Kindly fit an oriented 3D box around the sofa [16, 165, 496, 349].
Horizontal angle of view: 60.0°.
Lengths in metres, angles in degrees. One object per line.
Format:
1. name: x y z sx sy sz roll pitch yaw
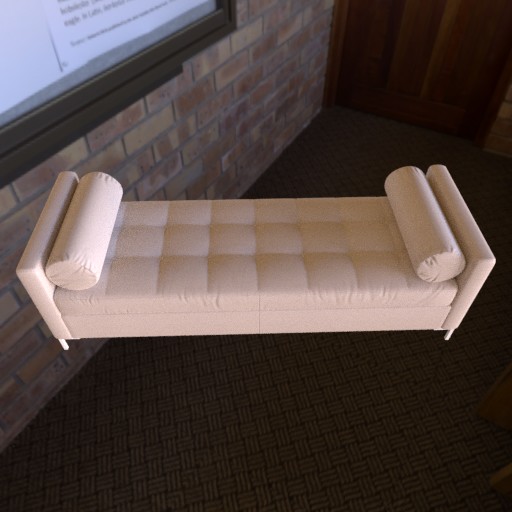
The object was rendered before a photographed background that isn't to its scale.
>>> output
1. sofa: 0.000 0.000 2.261 1.981 0.635 0.686 -1 47 -1
